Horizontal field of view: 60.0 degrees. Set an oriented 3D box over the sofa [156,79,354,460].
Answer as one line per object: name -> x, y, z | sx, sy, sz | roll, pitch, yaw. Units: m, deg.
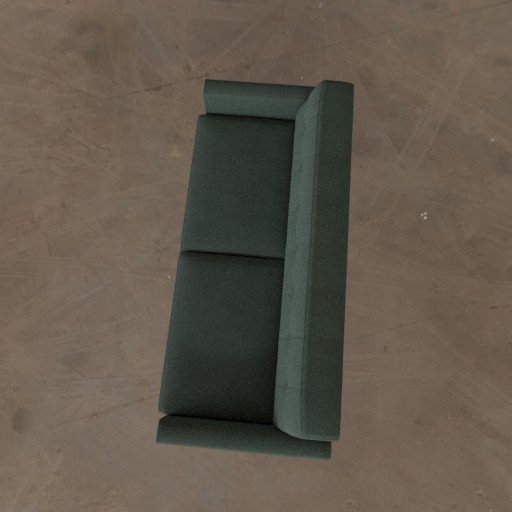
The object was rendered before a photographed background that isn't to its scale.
sofa -> 0.000, 0.000, 2.519 | 0.909, 0.841, 2.029 | 5, 76, 1
